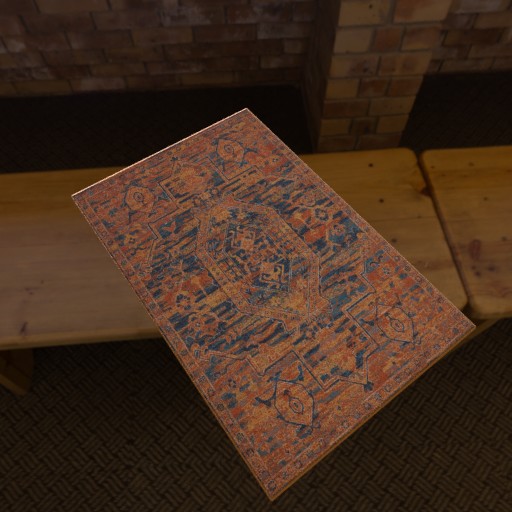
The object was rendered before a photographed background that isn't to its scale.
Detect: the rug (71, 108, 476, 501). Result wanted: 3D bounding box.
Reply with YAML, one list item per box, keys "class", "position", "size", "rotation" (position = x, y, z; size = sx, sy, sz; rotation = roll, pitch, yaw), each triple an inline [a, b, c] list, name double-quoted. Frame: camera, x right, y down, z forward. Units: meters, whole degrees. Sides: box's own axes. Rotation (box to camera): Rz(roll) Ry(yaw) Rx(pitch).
- class: "rug"
  position: [0.000, 0.000, 2.160]
  size: [1.148, 0.013, 1.758]
  rotation: [-32, 64, -18]
